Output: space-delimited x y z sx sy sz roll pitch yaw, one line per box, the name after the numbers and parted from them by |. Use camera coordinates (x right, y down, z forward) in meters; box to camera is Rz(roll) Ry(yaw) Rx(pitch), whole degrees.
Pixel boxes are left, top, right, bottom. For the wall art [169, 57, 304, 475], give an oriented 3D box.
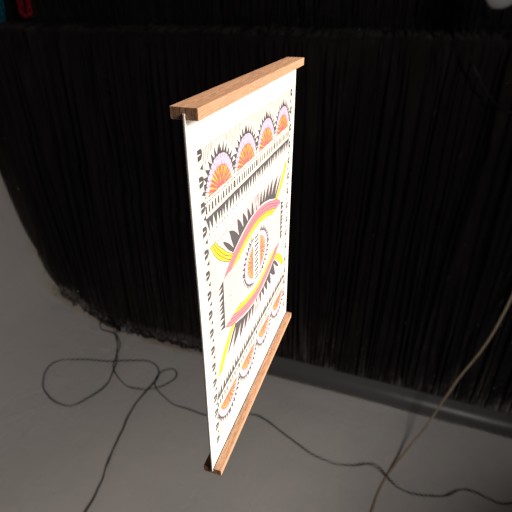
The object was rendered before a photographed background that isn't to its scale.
0.000 0.000 0.690 0.028 0.527 0.403 10 32 16 | wall art
